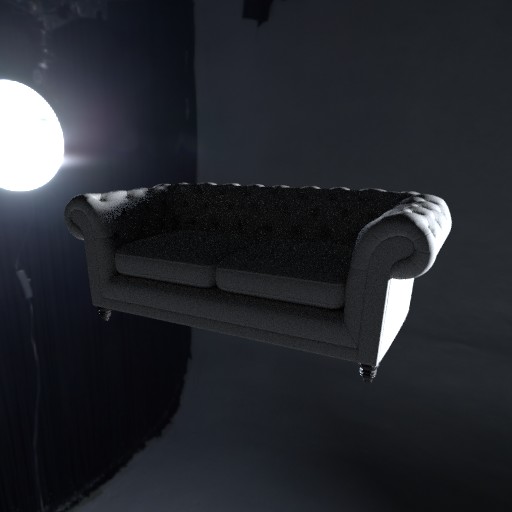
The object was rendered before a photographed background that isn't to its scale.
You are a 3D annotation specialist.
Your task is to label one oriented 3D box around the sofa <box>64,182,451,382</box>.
[{"bbox_3d":[0.000,0.000,2.549,1.998,0.764,0.986,7,15,27],"label":"sofa"}]
